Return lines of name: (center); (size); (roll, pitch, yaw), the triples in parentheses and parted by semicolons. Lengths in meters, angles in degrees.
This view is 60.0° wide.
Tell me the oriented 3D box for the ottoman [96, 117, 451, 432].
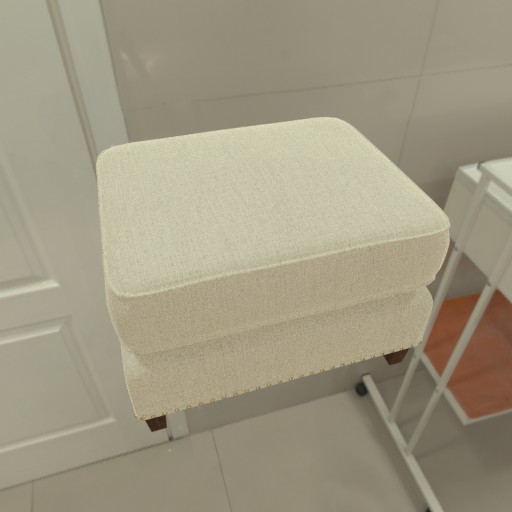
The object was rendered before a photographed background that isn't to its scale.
ottoman: (0.000, 0.000, 1.161); (0.738, 0.537, 0.589); (-12, 43, -13)
